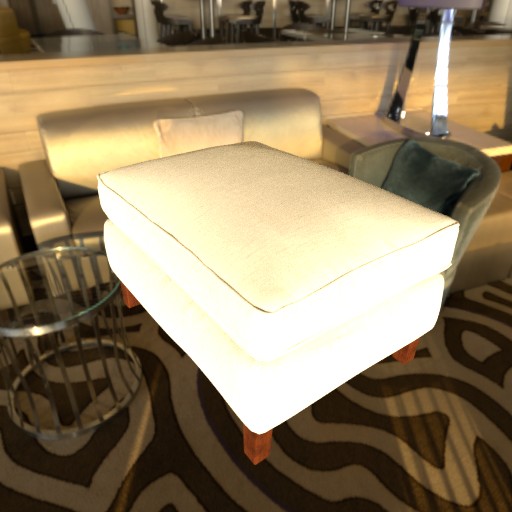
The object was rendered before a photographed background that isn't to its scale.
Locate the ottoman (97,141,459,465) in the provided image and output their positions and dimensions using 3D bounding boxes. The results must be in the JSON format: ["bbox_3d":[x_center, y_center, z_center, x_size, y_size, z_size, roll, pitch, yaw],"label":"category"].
[{"bbox_3d":[0.000,0.000,0.983,0.501,0.406,0.665,-20,36,-31],"label":"ottoman"}]
